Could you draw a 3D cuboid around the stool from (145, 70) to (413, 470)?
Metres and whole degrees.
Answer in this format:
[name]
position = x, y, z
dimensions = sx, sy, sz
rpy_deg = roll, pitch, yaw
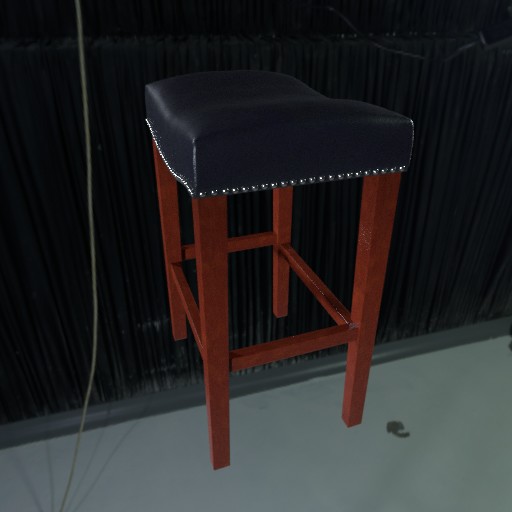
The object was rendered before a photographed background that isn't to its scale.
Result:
[stool]
position = 0.000, 0.000, 1.017
dimensions = 0.372, 0.742, 0.504
rpy_deg = -10, 31, -17
